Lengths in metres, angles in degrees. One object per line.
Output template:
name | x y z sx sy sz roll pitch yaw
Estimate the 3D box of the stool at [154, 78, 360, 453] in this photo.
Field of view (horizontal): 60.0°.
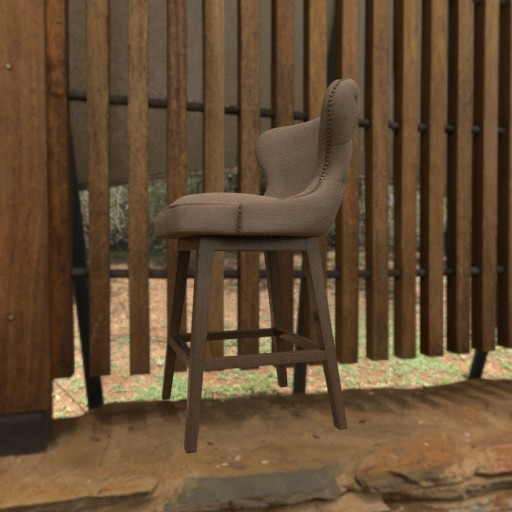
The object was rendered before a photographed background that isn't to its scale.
stool | 0.000 0.000 1.391 0.597 0.972 0.615 0 0 -20
